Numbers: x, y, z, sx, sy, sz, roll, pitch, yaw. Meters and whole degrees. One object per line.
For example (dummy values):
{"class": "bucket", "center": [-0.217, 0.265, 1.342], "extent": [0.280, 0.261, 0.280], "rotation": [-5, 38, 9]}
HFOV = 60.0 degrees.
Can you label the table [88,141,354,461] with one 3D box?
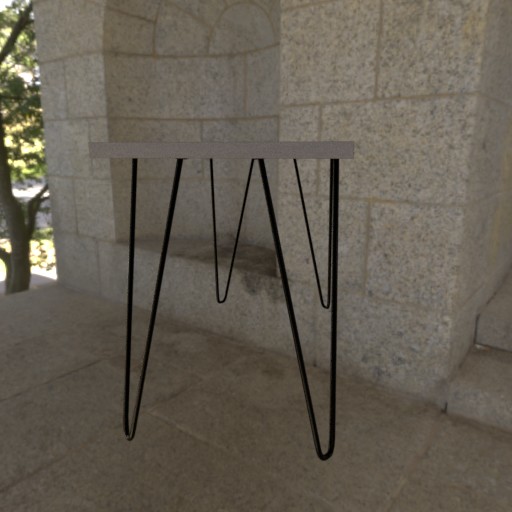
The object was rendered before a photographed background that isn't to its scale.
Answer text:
{"class": "table", "center": [0.000, 0.000, 1.363], "extent": [0.499, 0.660, 0.991], "rotation": [2, 13, 8]}
